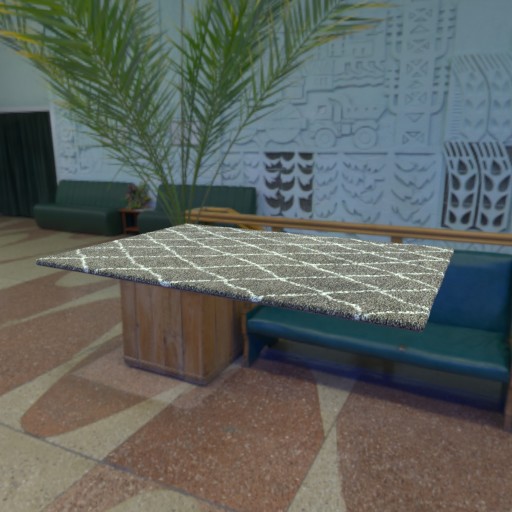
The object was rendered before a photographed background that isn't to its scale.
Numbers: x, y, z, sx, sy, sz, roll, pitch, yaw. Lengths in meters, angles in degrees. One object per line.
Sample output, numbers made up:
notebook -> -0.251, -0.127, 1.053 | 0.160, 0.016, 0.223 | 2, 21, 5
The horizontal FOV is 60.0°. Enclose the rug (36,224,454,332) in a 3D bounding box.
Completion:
rug -> 0.000, 0.000, 2.263 | 1.778, 0.030, 1.219 | 7, 15, 27
